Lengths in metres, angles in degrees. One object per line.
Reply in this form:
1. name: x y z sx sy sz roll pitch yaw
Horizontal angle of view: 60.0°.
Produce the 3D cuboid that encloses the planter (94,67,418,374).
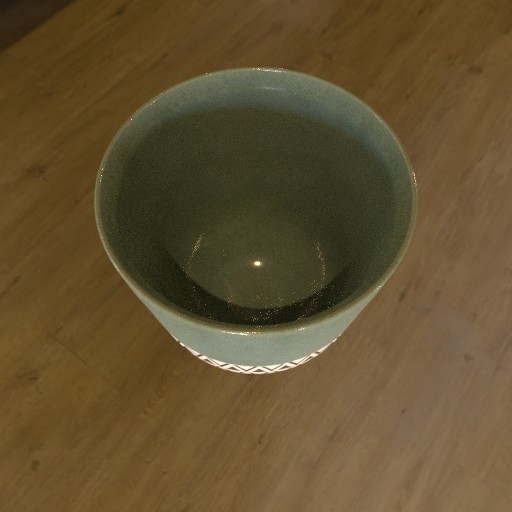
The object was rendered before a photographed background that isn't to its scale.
1. planter: 0.000 0.000 0.370 0.198 0.214 0.198 0 63 0
